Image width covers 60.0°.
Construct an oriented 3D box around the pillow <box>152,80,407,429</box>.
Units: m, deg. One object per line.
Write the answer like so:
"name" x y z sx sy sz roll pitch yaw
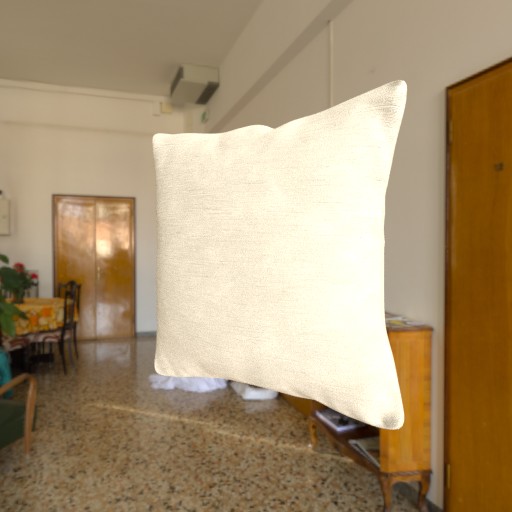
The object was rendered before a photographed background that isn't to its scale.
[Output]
"pillow" 0.000 0.000 0.651 0.437 0.420 0.162 1 1 35
